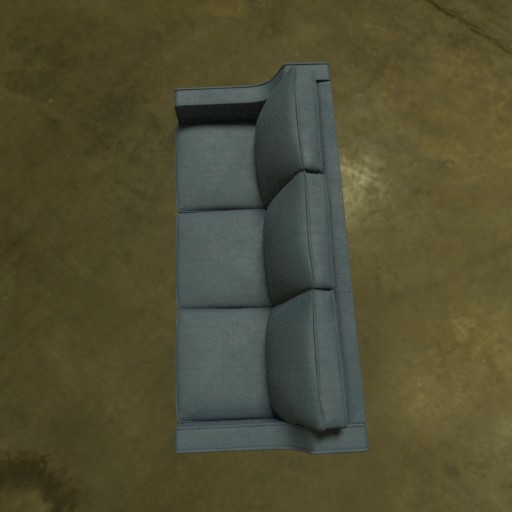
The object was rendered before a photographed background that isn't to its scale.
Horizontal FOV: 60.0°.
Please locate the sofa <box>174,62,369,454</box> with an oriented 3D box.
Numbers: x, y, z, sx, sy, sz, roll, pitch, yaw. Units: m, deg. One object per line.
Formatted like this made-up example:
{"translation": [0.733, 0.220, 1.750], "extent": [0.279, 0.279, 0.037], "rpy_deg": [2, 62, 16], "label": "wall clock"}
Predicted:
{"translation": [0.000, 0.000, 2.506], "extent": [0.911, 0.974, 1.986], "rpy_deg": [-3, 75, -1], "label": "sofa"}
